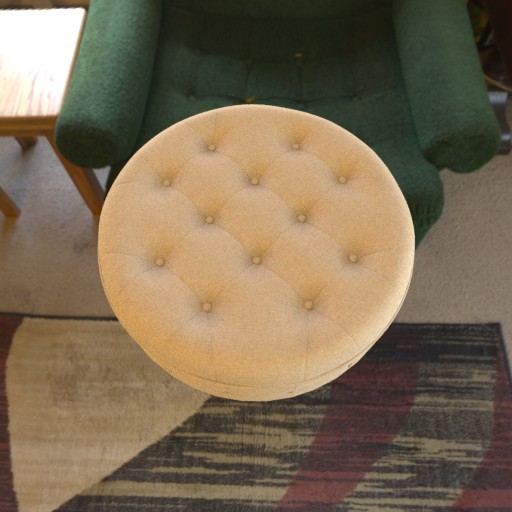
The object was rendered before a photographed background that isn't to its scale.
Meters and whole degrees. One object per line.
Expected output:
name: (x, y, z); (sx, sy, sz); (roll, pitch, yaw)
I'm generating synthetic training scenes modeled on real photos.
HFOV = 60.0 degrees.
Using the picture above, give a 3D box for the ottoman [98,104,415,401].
ottoman: (0.000, 0.000, 1.349); (0.849, 0.478, 0.849); (0, 63, 0)
